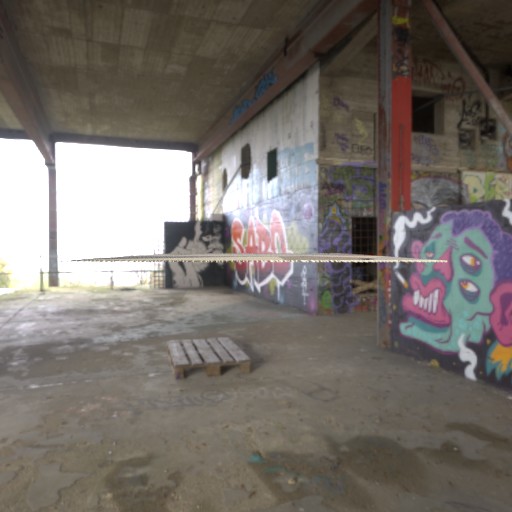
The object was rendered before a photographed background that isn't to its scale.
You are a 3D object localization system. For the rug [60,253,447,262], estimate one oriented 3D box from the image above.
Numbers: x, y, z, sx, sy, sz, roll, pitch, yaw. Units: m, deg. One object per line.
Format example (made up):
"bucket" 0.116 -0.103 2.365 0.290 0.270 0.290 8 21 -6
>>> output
"rug" 0.000 0.000 2.288 1.220 0.005 1.828 0 1 1
